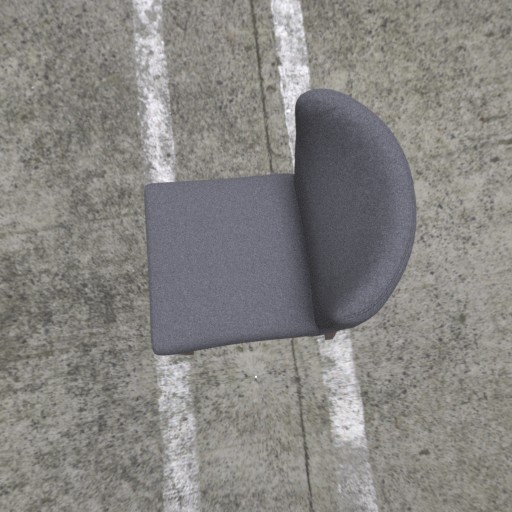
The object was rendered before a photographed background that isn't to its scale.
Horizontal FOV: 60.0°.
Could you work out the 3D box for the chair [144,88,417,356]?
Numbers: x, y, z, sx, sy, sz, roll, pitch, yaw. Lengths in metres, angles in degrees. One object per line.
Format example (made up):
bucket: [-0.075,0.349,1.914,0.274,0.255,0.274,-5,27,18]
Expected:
chair: [0.000,0.000,1.208,0.592,0.839,0.491,-6,75,-2]
